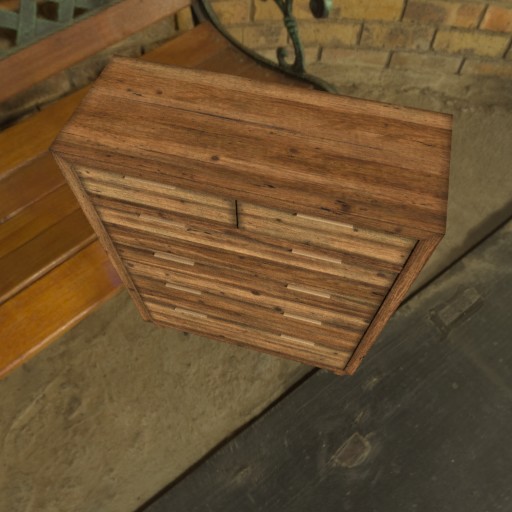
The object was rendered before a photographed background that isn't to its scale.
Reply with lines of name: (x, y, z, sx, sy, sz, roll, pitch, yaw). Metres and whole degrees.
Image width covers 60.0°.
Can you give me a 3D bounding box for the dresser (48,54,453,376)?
dresser: (0.000, 0.000, 1.830, 1.067, 1.359, 0.438, 13, 60, 8)
